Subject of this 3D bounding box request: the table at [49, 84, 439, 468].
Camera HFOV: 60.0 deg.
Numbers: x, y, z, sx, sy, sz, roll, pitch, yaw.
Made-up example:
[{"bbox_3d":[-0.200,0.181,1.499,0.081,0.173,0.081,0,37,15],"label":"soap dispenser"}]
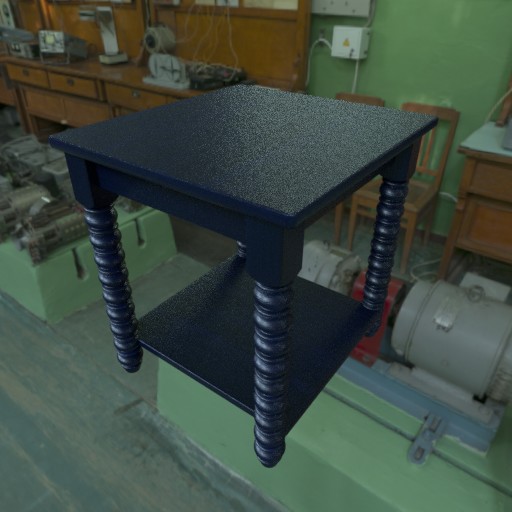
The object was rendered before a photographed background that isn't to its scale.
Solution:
[{"bbox_3d":[0.000,0.000,0.962,0.500,0.567,0.533,22,38,30],"label":"table"}]
